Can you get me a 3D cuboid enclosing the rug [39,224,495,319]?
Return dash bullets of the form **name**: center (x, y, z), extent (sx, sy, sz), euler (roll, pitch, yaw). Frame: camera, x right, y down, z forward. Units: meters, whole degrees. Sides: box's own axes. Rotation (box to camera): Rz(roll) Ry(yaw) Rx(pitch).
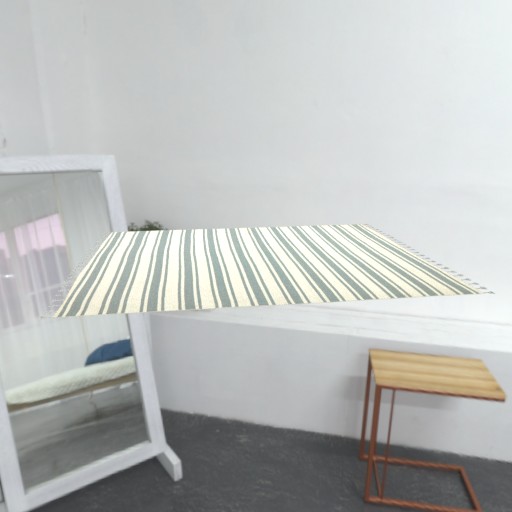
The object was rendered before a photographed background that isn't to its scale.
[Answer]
- **rug**: center (0.000, 0.000, 4.167), extent (3.201, 0.005, 2.439), euler (-2, 16, -8)
